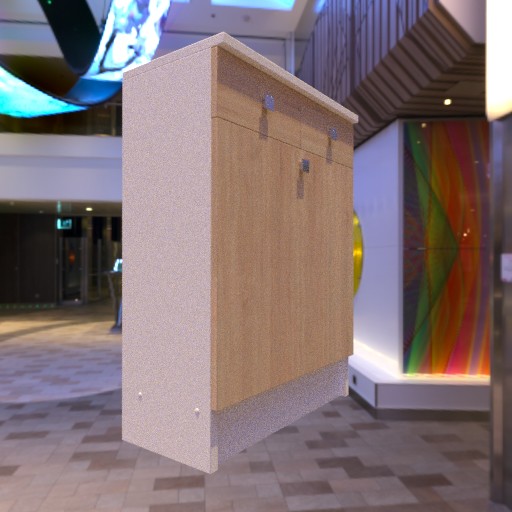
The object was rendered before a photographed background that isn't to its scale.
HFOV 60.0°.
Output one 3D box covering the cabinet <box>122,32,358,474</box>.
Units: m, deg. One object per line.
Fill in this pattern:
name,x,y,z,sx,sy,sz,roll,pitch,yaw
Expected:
cabinet,0.000,0.000,1.134,0.296,0.815,0.600,0,0,37
